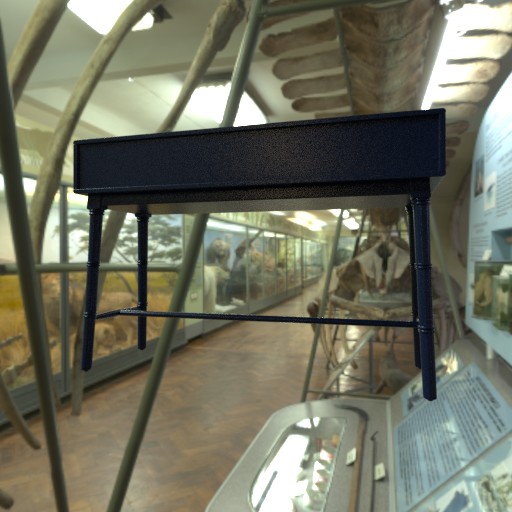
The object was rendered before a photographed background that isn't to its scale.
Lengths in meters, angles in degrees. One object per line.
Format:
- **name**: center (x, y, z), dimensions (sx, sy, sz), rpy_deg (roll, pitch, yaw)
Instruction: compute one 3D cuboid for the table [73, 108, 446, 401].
- **table**: center (0.000, 0.000, 1.467), dimensions (1.118, 0.749, 0.399), rpy_deg (0, 0, 16)
